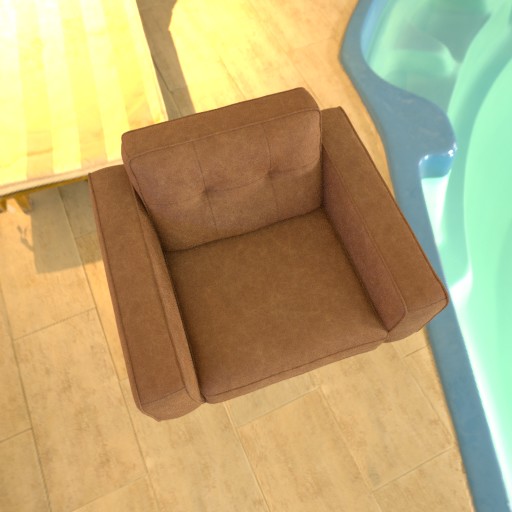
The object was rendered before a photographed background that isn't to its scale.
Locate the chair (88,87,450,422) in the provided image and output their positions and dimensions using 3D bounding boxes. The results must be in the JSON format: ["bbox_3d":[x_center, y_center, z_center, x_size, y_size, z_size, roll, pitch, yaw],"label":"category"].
[{"bbox_3d":[0.000,0.000,1.765,1.118,0.782,0.952,-17,66,-8],"label":"chair"}]
